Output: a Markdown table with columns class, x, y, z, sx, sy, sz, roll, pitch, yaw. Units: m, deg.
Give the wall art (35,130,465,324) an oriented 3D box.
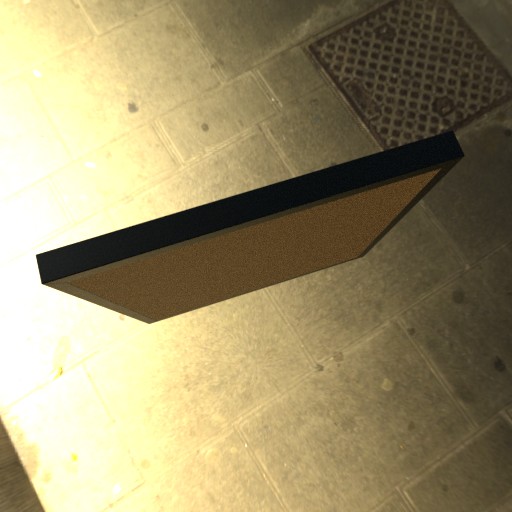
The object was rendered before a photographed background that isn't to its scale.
| class | x | y | z | sx | sy | sz | roll | pitch | yaw |
| --- | --- | --- | --- | --- | --- | --- | --- | --- | --- |
| wall art | 0.000 | 0.000 | 0.756 | 0.508 | 0.508 | 0.036 | -17 | 77 | -4 |
